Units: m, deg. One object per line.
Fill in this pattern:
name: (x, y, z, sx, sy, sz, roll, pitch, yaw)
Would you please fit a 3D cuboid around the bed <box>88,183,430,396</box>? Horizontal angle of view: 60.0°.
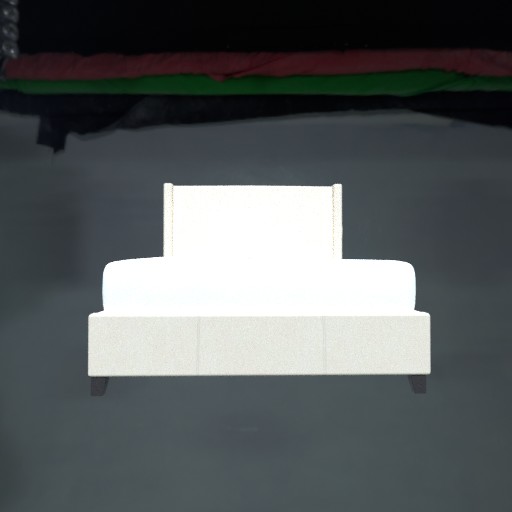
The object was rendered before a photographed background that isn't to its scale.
bed: (0.000, 0.000, 3.433, 1.778, 1.471, 2.293, 0, -1, -1)
